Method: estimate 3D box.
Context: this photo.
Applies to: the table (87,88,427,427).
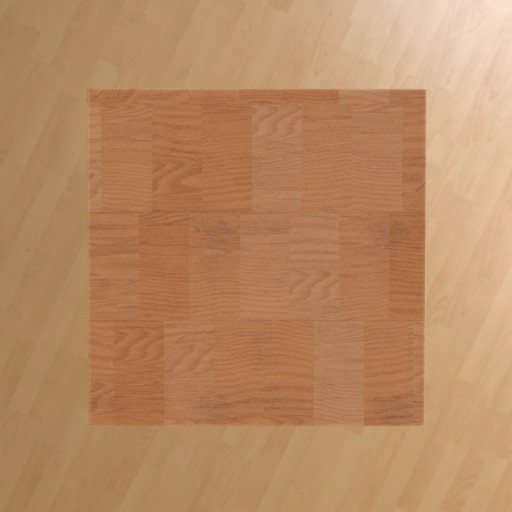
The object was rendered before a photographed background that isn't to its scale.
[{"bbox_3d":[0.000,0.000,1.347,0.747,0.738,0.747,0,91,0],"label":"table"}]
